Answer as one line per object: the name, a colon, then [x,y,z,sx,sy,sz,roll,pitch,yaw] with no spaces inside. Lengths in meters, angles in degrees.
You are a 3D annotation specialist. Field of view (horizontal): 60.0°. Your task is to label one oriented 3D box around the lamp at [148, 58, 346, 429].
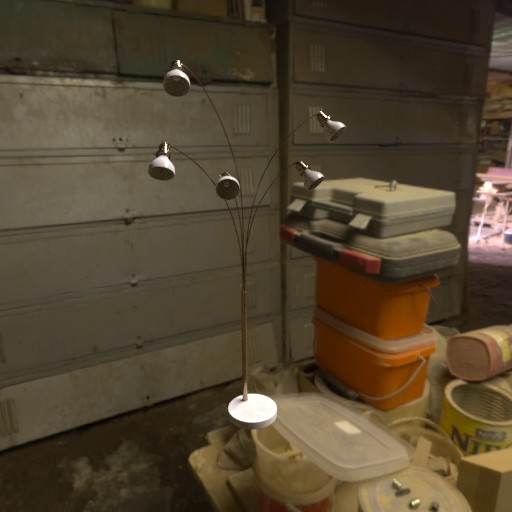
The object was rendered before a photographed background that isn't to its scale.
lamp: [0.000,0.000,2.986,1.405,2.423,0.361,-8,17,-28]
